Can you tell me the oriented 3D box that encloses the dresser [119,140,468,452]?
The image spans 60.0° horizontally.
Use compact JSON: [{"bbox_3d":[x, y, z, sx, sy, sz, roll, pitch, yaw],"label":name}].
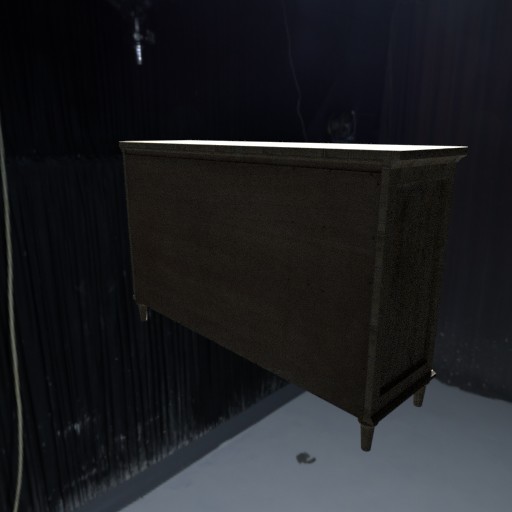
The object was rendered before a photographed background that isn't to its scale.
[{"bbox_3d":[0.000,0.000,2.067,0.457,1.016,1.626,-14,21,-42],"label":"dresser"}]
